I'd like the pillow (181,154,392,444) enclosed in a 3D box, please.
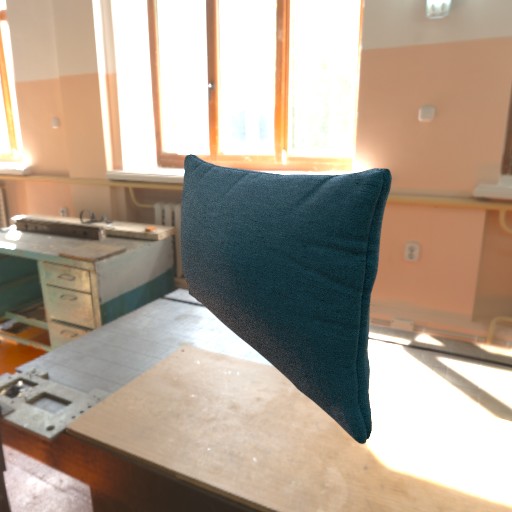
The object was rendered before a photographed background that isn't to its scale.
[{"bbox_3d":[0.000,0.000,0.784,0.210,0.338,0.633,-8,16,-27],"label":"pillow"}]
